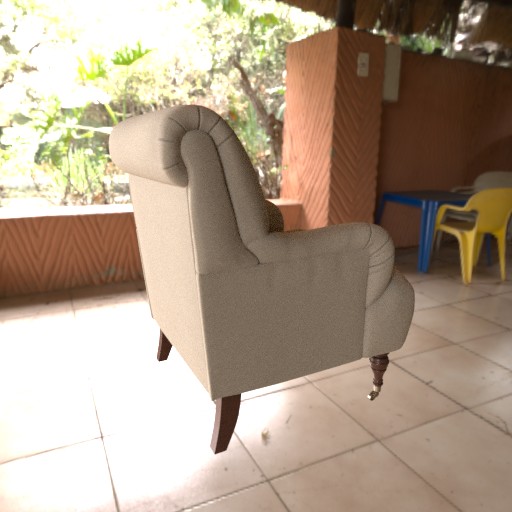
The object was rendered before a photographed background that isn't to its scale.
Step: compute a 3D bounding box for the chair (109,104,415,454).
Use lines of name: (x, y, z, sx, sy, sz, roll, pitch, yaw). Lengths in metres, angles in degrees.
chair: (0.000, 0.000, 1.543, 0.842, 0.942, 0.766, -7, 16, -26)
